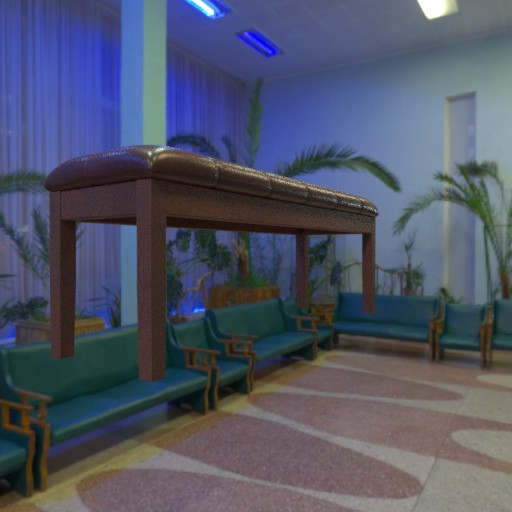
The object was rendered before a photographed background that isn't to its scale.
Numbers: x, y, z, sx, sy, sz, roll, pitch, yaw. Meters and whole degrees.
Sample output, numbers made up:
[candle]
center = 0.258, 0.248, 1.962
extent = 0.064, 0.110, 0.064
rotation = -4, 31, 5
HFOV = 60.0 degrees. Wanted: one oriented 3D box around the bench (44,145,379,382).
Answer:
[bench]
center = 0.000, 0.000, 1.481
extent = 0.401, 0.491, 1.259
rotation = 0, 1, 35
